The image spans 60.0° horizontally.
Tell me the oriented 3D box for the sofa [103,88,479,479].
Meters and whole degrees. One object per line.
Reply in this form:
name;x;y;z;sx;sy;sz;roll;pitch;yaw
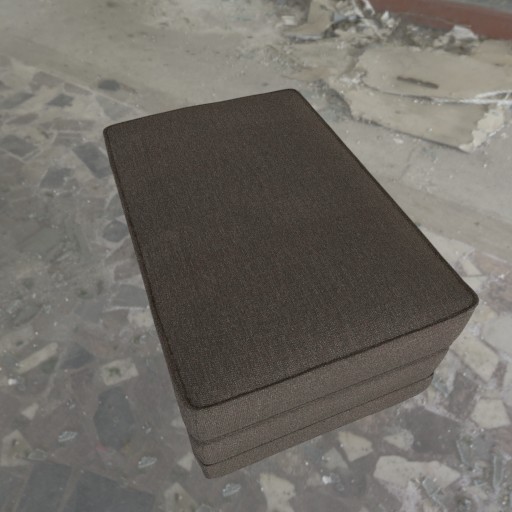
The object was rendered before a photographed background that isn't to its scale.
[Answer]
sofa;0.000;0.000;1.149;0.578;0.457;0.854;-17;52;-14
